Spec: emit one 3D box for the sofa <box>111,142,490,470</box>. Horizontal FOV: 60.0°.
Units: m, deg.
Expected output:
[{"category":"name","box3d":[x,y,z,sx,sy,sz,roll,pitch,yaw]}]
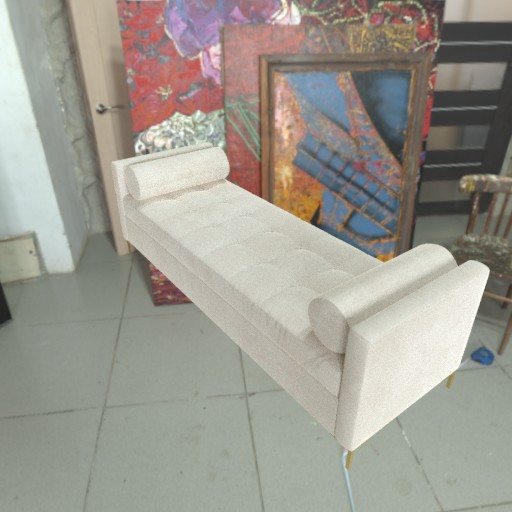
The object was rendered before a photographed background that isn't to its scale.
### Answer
[{"category":"sofa","box3d":[0.000,0.000,2.283,0.686,0.635,1.981,-21,37,-31]}]
